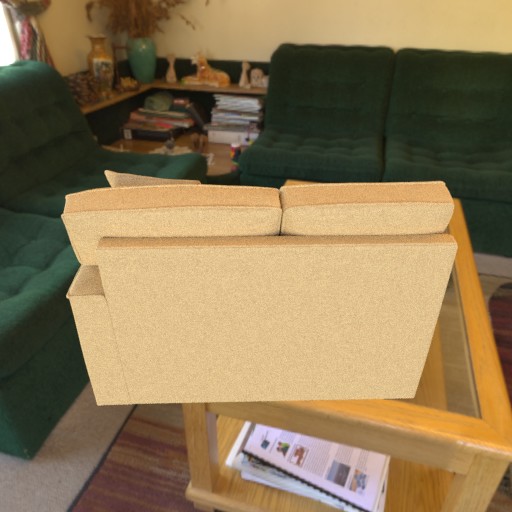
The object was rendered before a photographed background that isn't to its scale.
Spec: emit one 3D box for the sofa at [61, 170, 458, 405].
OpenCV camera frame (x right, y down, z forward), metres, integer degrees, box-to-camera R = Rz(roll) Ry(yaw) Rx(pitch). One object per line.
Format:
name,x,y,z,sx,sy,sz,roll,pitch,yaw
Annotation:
sofa,0.000,0.000,2.061,1.388,0.989,0.991,-1,32,-1
